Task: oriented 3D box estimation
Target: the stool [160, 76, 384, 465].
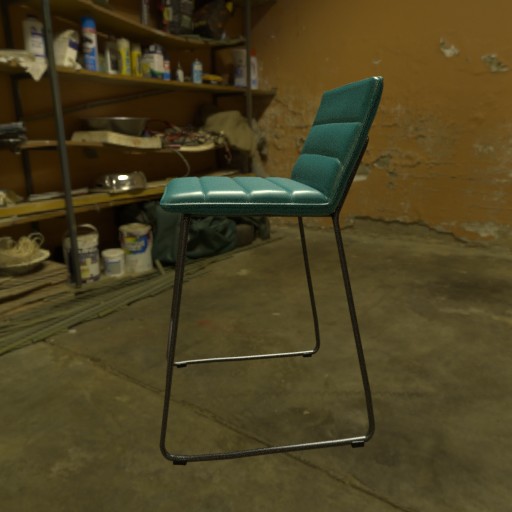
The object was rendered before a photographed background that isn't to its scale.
[{"bbox_3d":[0.000,0.000,1.177,0.524,0.866,0.489,-2,15,-9],"label":"stool"}]
